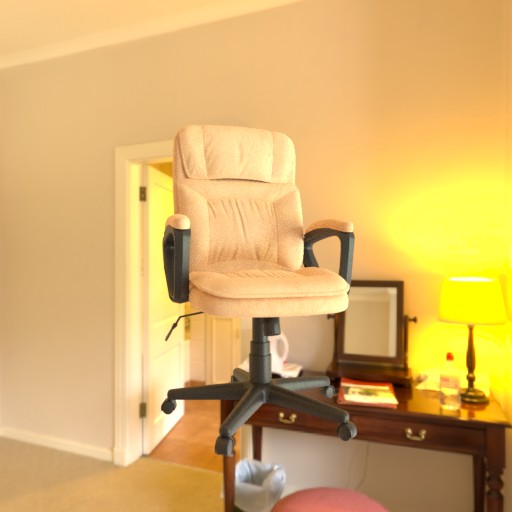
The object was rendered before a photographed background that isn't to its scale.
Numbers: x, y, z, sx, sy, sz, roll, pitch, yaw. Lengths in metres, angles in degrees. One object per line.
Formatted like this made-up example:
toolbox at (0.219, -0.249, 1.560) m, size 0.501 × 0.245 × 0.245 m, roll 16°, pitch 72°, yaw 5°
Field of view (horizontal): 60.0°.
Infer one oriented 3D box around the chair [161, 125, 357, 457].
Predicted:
chair at (0.000, 0.000, 1.598) m, size 0.667 × 1.105 × 0.724 m, roll 0°, pitch 0°, yaw -17°
